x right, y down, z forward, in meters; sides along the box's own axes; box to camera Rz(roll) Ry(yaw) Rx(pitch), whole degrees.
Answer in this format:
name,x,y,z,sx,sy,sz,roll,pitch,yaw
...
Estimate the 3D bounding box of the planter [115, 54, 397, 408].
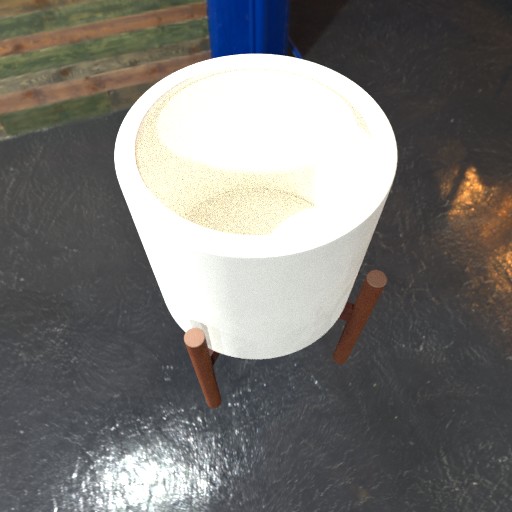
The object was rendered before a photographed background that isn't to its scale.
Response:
name,x,y,z,sx,sy,sz,roll,pitch,yaw
planter,0.000,0.000,0.503,0.224,0.358,0.224,-17,59,-10
